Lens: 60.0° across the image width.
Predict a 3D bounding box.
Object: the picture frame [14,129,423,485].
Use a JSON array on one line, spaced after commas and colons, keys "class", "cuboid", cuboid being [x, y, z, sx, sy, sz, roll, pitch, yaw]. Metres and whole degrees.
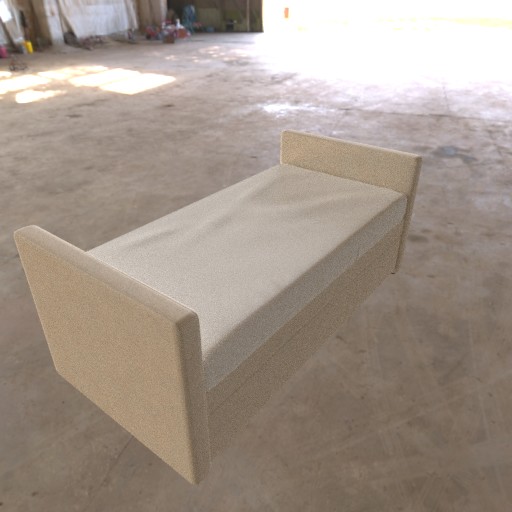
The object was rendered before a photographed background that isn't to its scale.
[{"class": "picture frame", "cuboid": [0.000, 0.000, 2.633, 1.069, 0.891, 2.161, 22, 37, 32]}]
